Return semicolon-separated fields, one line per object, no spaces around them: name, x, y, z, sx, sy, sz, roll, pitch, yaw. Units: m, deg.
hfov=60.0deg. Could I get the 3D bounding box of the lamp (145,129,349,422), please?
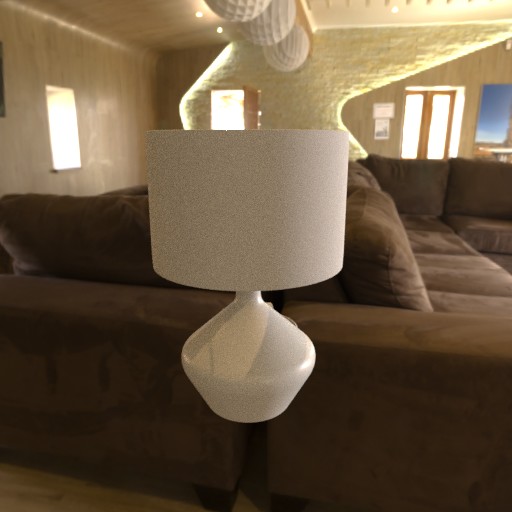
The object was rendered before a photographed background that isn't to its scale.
lamp;0.000;0.000;0.857;0.401;0.457;0.546;7;16;26
